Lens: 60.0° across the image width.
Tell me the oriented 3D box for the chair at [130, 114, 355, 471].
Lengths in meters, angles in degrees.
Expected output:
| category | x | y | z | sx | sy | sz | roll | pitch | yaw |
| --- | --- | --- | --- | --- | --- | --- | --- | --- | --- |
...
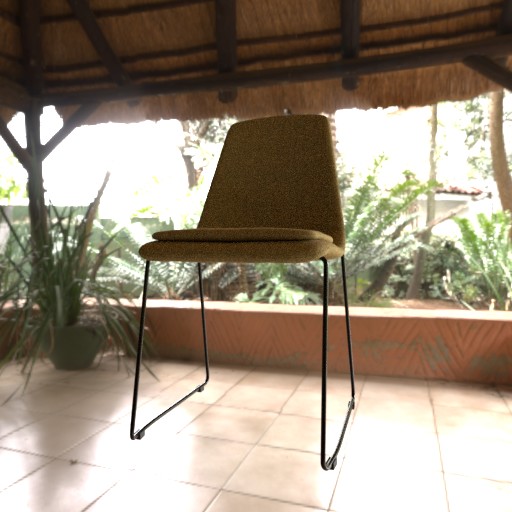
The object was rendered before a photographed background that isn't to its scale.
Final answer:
| category | x | y | z | sx | sy | sz | roll | pitch | yaw |
| --- | --- | --- | --- | --- | --- | --- | --- | --- | --- |
| chair | 0.000 | 0.000 | 1.151 | 0.479 | 0.849 | 0.496 | 1 | 2 | 18 |
